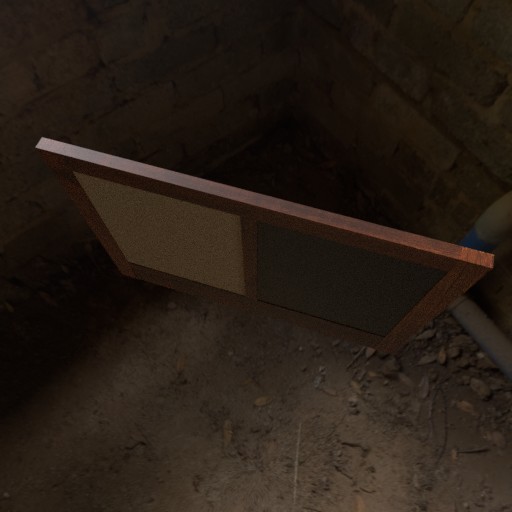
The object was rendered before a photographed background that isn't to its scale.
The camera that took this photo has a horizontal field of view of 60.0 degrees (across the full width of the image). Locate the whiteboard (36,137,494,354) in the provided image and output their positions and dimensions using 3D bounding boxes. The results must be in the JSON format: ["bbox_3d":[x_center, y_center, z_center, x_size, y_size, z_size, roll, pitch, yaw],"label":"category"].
[{"bbox_3d":[0.000,0.000,0.979,0.768,0.553,0.083,16,65,7],"label":"whiteboard"}]
